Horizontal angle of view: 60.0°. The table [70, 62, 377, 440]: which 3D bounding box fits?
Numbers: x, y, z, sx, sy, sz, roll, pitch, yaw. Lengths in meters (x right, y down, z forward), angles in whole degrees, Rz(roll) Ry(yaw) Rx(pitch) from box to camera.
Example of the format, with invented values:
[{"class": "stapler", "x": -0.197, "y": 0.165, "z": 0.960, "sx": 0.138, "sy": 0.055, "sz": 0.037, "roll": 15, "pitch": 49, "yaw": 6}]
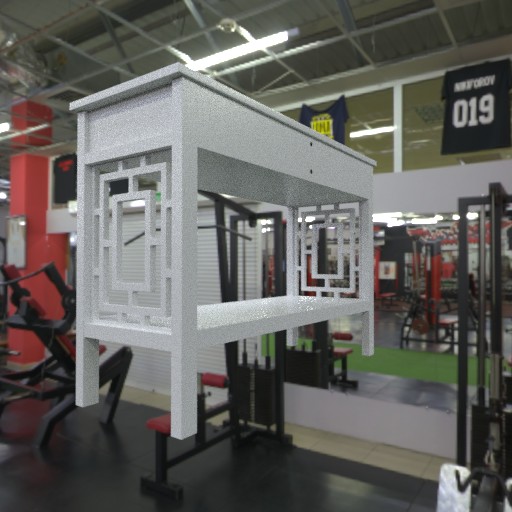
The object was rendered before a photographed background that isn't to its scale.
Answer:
[{"class": "table", "x": 0.000, "y": 0.000, "z": 1.421, "sx": 0.397, "sy": 0.753, "sz": 1.068, "roll": -1, "pitch": -1, "yaw": 36}]
